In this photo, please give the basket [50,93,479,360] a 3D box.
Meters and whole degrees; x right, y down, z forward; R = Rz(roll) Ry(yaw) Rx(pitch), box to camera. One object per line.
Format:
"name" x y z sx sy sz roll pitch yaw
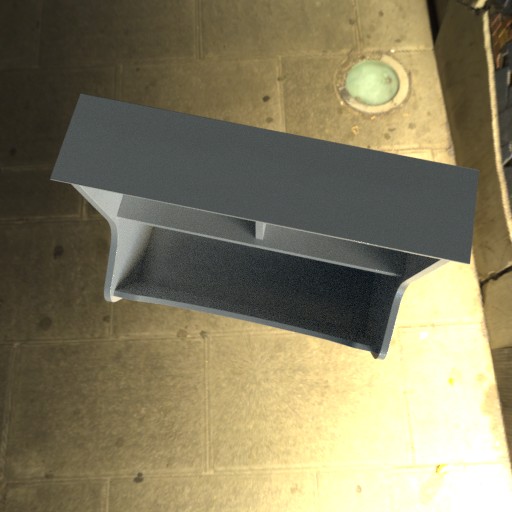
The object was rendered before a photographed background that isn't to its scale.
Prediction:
"basket" 0.000 0.000 1.098 0.780 0.600 0.350 12 76 3
